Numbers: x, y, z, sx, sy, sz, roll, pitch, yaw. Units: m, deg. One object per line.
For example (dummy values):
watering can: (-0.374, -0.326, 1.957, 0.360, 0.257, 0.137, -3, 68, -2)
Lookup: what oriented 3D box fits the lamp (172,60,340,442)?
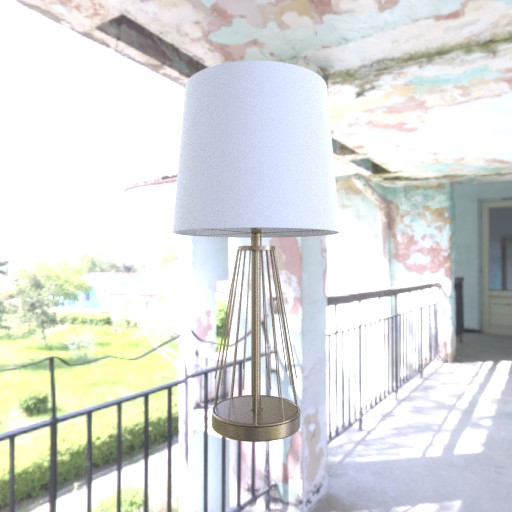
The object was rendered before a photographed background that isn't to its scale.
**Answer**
lamp: (0.000, 0.000, 0.816, 0.303, 0.618, 0.303, 0, 0, 0)
